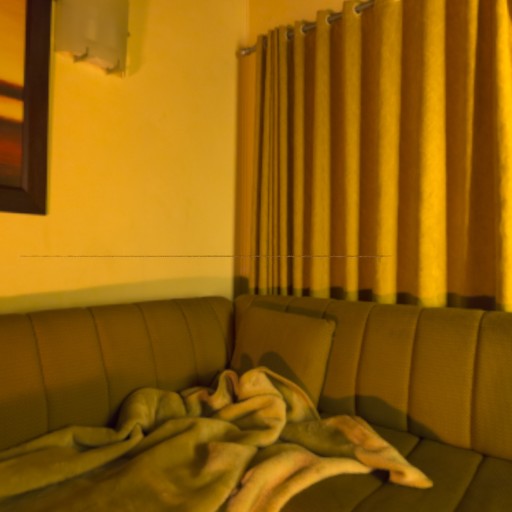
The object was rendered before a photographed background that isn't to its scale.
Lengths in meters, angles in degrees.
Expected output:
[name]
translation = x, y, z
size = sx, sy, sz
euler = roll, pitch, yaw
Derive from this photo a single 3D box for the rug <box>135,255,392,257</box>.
[rug]
translation = 0.000, 0.000, 4.223
size = 2.439, 0.005, 3.201
euler = 0, 0, 18
